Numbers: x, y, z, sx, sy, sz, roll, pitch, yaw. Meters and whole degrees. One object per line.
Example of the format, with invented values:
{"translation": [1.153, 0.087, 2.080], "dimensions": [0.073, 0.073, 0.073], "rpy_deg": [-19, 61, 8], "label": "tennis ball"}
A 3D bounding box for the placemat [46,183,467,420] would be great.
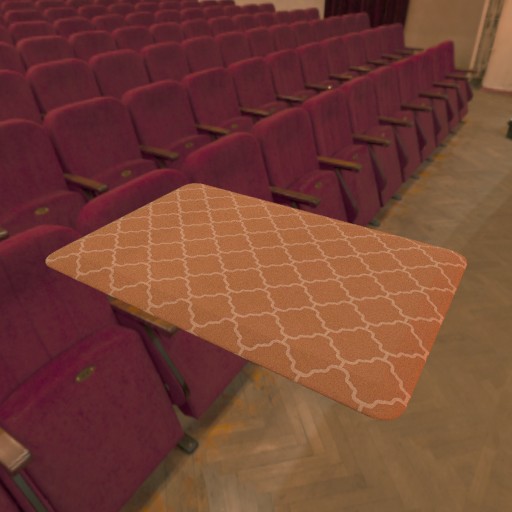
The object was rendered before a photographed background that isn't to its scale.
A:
{"translation": [0.000, 0.000, 0.934], "dimensions": [0.762, 0.021, 0.508], "rpy_deg": [19, 36, 27], "label": "placemat"}
